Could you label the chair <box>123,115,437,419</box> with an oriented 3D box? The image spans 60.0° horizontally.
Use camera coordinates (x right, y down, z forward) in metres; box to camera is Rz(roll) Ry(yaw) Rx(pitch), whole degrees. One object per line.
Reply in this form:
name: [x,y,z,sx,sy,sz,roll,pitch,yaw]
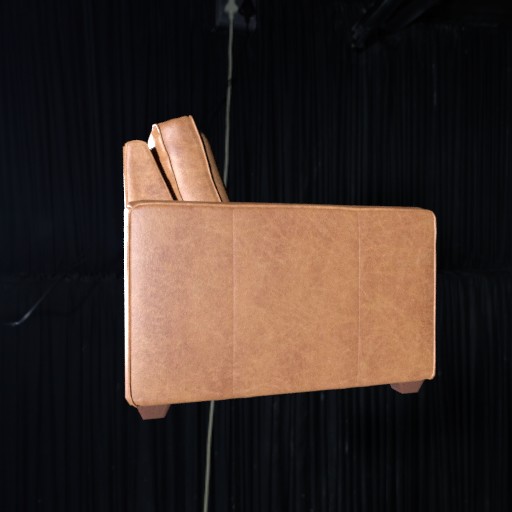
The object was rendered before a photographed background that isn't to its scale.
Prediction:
chair: [0.000,0.000,1.758,1.027,0.901,0.987,0,1,-18]
